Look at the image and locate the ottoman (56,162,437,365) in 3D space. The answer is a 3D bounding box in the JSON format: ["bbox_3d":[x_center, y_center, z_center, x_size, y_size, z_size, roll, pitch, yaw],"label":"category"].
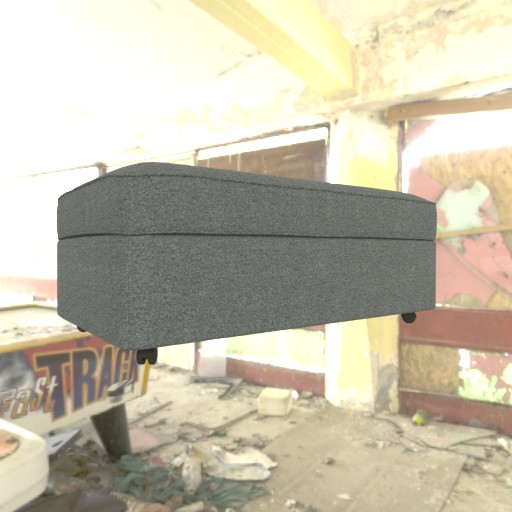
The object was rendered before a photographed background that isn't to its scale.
[{"bbox_3d":[0.000,0.000,1.541,1.173,0.494,0.681,-1,1,-36],"label":"ottoman"}]
